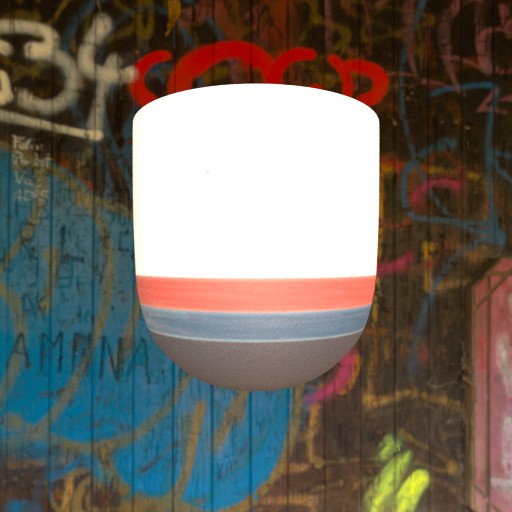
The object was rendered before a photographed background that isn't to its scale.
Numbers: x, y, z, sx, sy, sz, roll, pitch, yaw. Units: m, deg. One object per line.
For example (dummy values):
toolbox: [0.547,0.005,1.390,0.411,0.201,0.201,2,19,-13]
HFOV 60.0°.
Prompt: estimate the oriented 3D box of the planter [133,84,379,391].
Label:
planter: [0.000,0.000,0.379,0.204,0.214,0.204,0,-1,0]
